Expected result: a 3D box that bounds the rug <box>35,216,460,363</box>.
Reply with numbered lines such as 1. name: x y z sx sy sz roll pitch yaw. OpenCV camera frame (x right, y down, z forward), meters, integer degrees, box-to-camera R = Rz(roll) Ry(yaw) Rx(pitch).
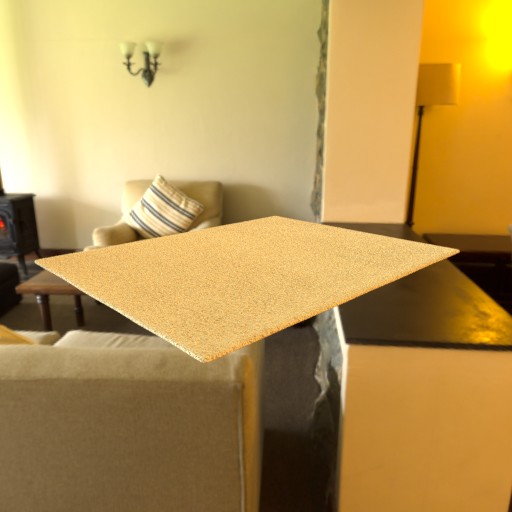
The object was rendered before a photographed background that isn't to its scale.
1. rug: 0.000 0.000 4.036 3.047 0.029 2.438 -15 21 -42
